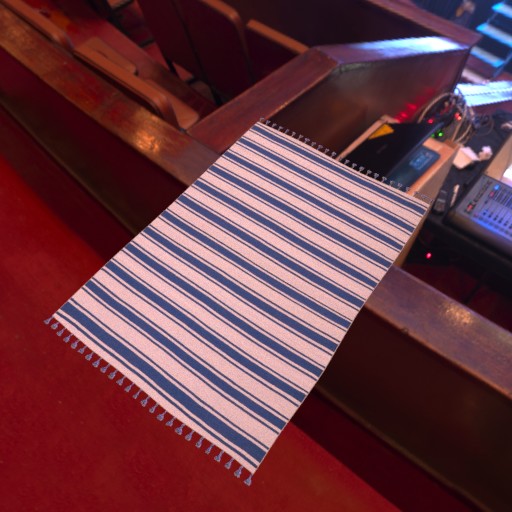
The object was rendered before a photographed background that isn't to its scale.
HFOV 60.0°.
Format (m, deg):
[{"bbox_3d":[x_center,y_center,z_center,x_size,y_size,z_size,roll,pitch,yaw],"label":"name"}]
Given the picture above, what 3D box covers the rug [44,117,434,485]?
[{"bbox_3d":[0.000,0.000,2.958,1.544,0.010,2.315,31,62,18],"label":"rug"}]
